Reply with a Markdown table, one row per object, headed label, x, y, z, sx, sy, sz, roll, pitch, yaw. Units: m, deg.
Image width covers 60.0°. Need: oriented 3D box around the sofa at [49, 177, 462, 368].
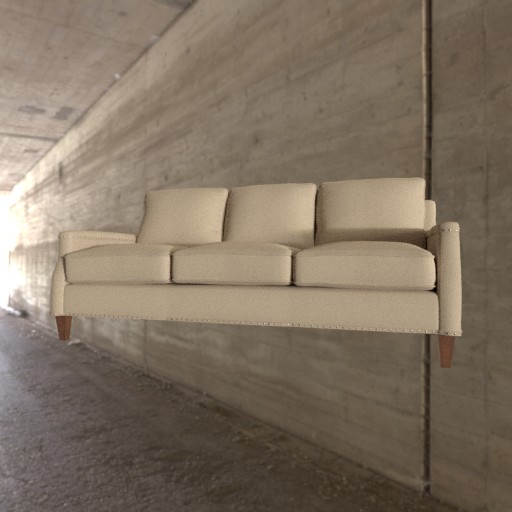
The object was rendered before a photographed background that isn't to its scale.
| label | x | y | z | sx | sy | sz | roll | pitch | yaw |
| --- | --- | --- | --- | --- | --- | --- | --- | --- | --- |
| sofa | 0.000 | 0.000 | 2.776 | 2.246 | 1.003 | 1.084 | 0 | 0 | 18 |
